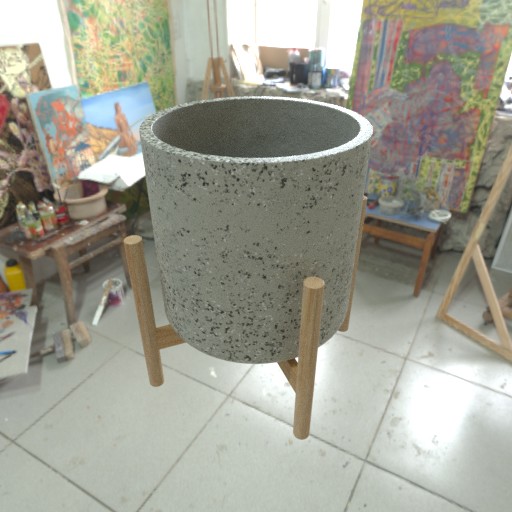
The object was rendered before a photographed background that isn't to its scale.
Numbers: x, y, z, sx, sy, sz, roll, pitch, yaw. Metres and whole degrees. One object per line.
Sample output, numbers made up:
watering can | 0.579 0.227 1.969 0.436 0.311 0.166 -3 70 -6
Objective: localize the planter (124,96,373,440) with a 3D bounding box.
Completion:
planter | 0.000 0.000 0.700 0.360 0.419 0.360 0 32 0
